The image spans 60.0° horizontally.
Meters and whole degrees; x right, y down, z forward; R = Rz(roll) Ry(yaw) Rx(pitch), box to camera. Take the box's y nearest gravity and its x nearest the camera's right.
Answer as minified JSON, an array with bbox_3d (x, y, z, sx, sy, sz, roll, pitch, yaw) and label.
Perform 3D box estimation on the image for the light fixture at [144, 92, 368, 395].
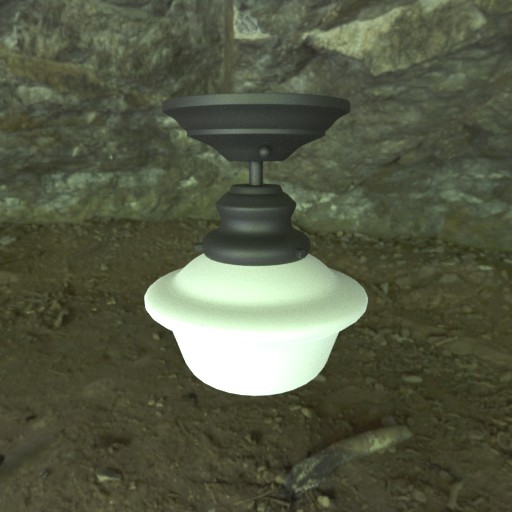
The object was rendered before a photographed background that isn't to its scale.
[{"bbox_3d":[0.000,0.000,0.391,0.197,0.254,0.197,0,13,0],"label":"light fixture"}]
